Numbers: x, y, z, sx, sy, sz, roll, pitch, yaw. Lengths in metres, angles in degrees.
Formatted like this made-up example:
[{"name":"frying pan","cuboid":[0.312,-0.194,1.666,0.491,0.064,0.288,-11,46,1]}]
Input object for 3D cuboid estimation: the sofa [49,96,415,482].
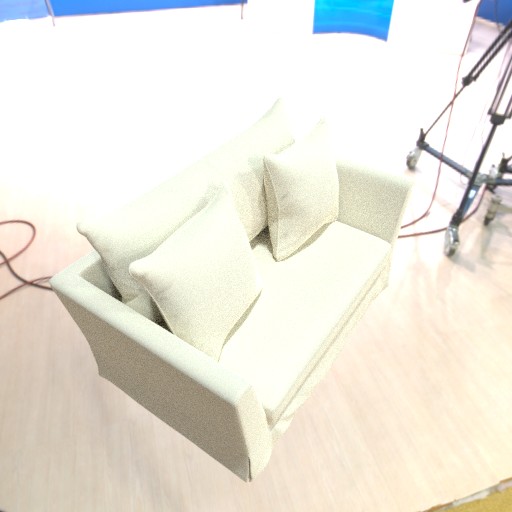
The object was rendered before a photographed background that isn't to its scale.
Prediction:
[{"name":"sofa","cuboid":[0.000,0.000,2.227,1.026,1.039,1.608,25,47,25]}]
